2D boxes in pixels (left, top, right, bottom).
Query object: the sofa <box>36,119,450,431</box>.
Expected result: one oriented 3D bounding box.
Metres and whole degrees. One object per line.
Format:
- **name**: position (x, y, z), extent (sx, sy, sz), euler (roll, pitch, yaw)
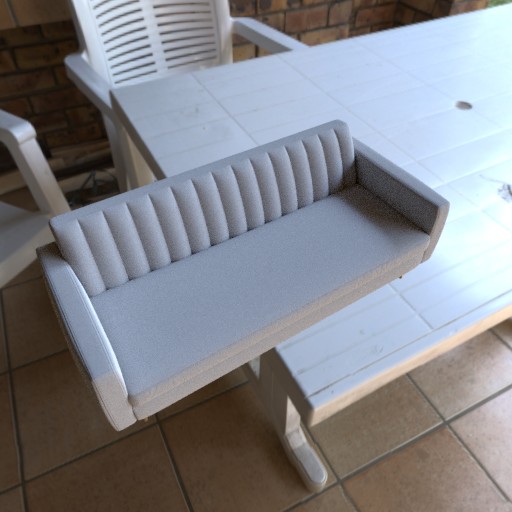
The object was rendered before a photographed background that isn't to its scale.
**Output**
- **sofa**: position (0.000, 0.000, 2.700), extent (2.291, 0.821, 0.990), euler (-24, 51, -22)
